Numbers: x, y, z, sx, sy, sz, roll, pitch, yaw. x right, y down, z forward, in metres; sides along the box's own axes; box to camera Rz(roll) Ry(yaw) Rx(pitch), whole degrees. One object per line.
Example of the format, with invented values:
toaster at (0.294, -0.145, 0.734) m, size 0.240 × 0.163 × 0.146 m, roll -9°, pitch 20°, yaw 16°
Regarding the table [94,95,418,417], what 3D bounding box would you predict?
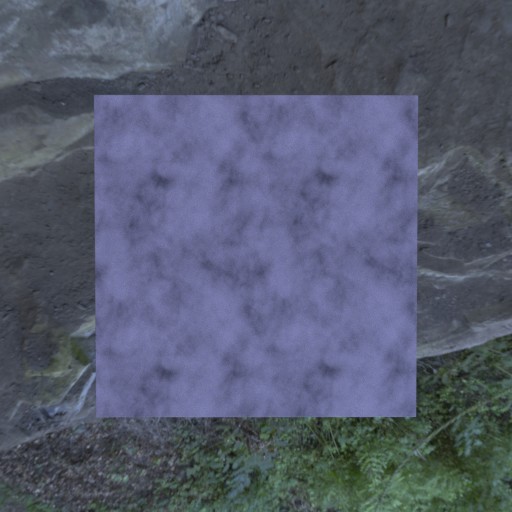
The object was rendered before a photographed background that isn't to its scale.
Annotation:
table at (0.000, 0.000, 1.376) m, size 0.890 × 0.305 × 0.890 m, roll 0°, pitch 91°, yaw 0°
